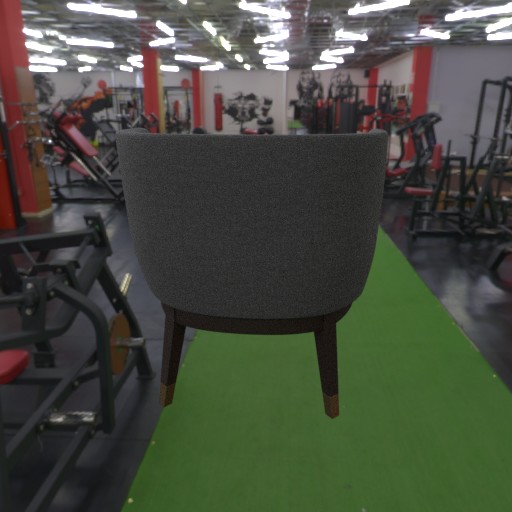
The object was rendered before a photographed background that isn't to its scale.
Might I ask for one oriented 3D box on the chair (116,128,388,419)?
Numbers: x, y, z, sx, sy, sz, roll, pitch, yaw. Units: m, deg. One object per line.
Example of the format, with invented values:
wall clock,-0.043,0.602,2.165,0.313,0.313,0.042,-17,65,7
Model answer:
chair,0.000,0.000,1.250,0.639,0.695,0.698,2,18,6
